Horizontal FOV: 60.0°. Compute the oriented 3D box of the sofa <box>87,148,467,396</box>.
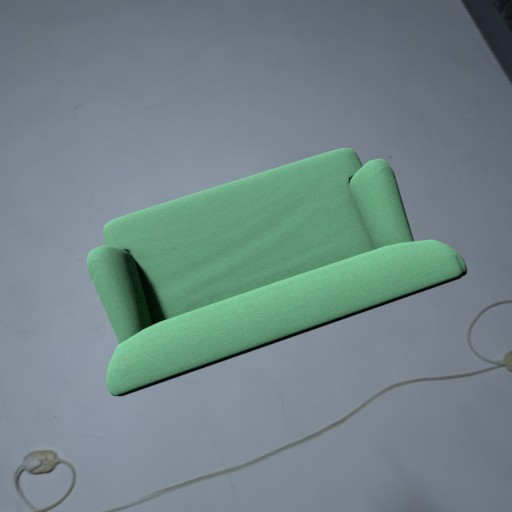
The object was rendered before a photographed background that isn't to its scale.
[{"bbox_3d":[0.000,0.000,1.853,1.297,0.889,0.779,-18,75,-5],"label":"sofa"}]
